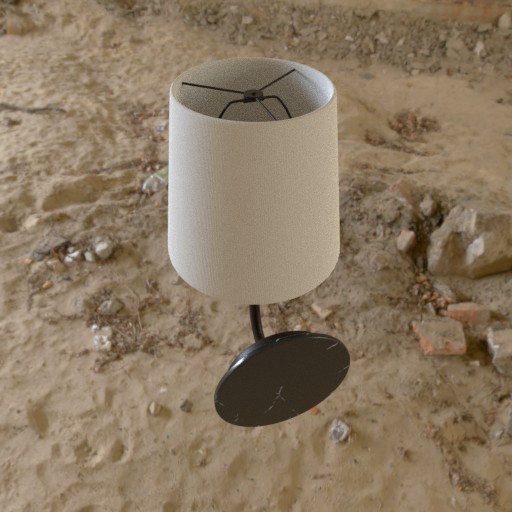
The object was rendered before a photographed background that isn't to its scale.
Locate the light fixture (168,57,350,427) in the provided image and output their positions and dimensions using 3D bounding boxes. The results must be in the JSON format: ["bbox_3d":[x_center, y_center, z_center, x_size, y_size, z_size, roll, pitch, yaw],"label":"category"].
[{"bbox_3d":[0.000,0.000,0.445,0.168,0.337,0.188,-12,44,-13],"label":"light fixture"}]
